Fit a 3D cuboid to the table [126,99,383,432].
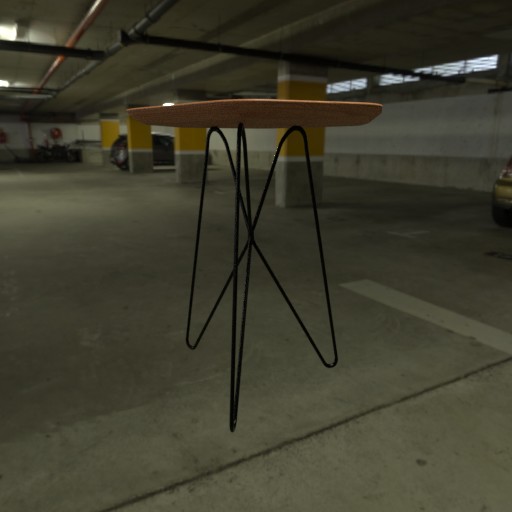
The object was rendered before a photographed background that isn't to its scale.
[{"bbox_3d":[0.000,0.000,0.904,0.500,0.562,0.400,13,19,41],"label":"table"}]
